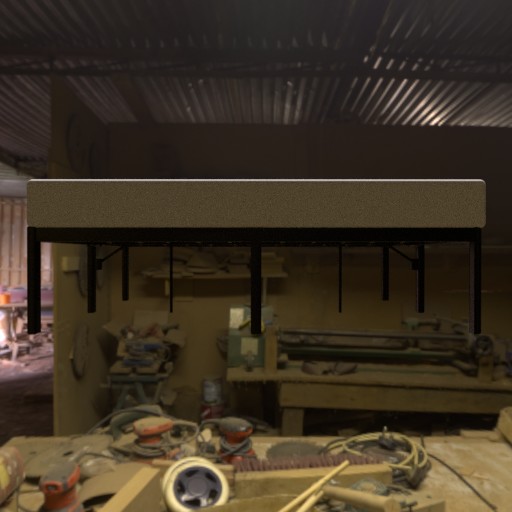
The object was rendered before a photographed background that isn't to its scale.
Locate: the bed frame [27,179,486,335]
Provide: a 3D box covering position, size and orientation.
[{"bbox_3d":[0.000,0.000,2.573,1.956,0.659,1.408,0,0,0],"label":"bed frame"}]
